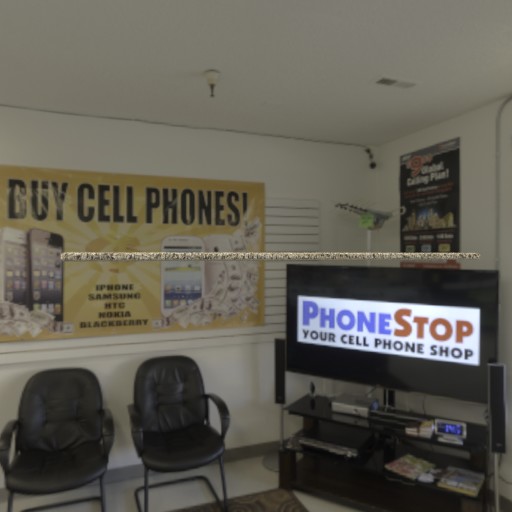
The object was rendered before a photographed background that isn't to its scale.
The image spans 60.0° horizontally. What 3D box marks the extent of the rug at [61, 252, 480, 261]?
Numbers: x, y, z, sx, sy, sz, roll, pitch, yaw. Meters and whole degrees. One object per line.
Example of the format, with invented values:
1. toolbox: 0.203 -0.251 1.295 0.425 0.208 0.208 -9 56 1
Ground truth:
1. rug: 0.000 0.000 2.328 1.778 0.030 1.219 0 0 -19
